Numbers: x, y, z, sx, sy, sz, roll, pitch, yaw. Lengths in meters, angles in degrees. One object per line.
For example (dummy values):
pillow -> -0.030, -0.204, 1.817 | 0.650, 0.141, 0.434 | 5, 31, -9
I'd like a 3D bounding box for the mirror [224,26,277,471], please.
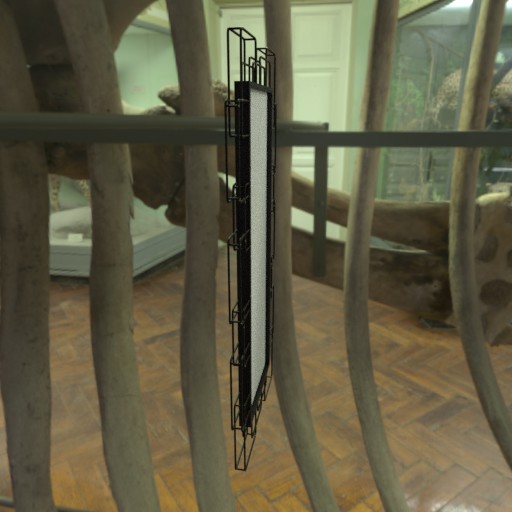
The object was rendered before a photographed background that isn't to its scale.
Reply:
mirror -> 0.000, 0.000, 1.362 | 0.037, 1.192, 0.565 | 3, 18, 10
